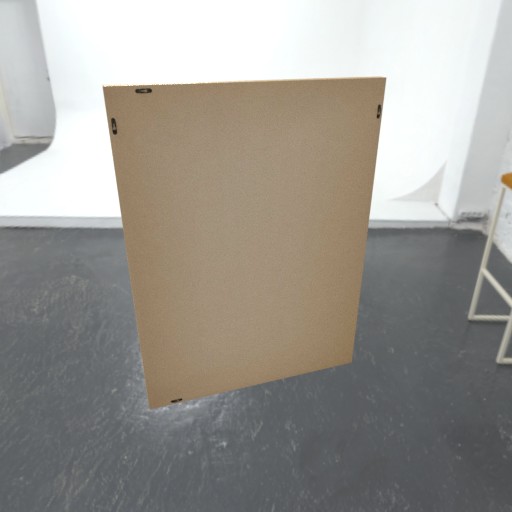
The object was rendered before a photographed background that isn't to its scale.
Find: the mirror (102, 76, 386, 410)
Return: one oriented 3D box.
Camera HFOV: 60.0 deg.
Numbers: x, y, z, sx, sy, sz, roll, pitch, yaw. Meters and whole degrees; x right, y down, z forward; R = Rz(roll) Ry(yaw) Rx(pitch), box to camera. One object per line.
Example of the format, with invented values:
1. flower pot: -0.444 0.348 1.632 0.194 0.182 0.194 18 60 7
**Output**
1. mirror: 0.000 0.000 1.377 0.762 1.016 0.041 -8 28 -16
